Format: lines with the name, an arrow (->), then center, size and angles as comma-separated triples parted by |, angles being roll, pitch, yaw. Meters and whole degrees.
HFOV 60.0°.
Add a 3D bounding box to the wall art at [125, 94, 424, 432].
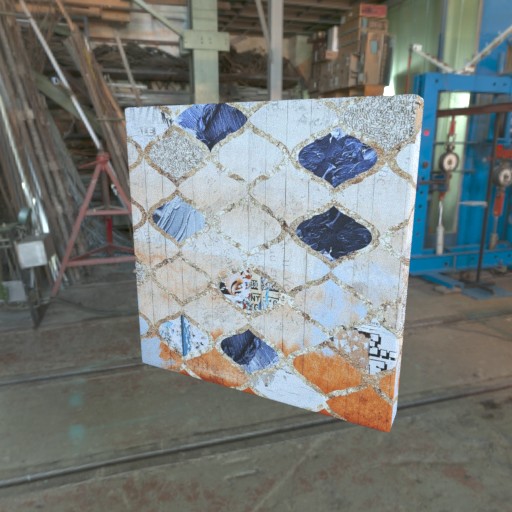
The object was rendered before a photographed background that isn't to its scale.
wall art -> 0.000, 0.000, 0.465 | 0.303, 0.304, 0.036 | 7, 16, 27
